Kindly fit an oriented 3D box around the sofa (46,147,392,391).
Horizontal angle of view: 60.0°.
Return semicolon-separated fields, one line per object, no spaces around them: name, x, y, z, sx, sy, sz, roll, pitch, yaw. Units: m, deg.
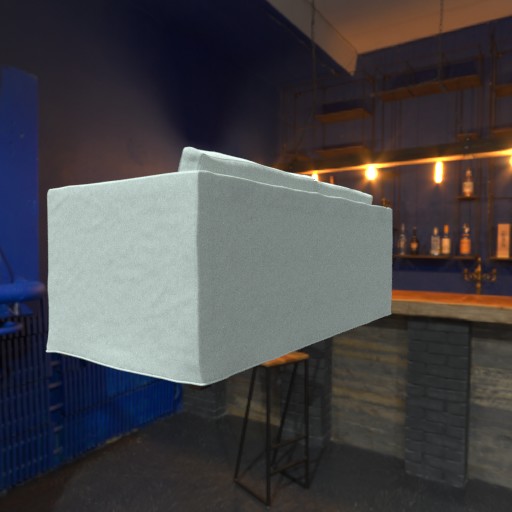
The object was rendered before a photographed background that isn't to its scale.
sofa;0.000;0.000;2.506;0.940;0.870;1.987;1;2;35
